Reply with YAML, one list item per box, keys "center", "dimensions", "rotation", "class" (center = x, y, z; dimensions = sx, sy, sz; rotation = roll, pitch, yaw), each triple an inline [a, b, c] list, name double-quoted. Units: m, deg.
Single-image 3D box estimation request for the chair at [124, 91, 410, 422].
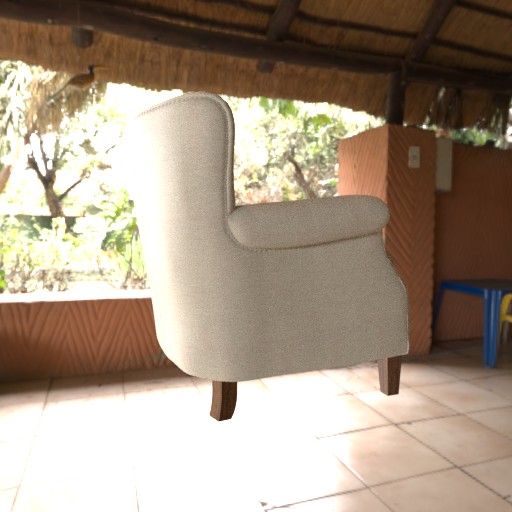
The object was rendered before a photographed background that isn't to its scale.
- center: [0.000, 0.000, 1.647]
  dimensions: [0.921, 0.936, 0.861]
  rotation: [-1, 3, -20]
  class: "chair"
